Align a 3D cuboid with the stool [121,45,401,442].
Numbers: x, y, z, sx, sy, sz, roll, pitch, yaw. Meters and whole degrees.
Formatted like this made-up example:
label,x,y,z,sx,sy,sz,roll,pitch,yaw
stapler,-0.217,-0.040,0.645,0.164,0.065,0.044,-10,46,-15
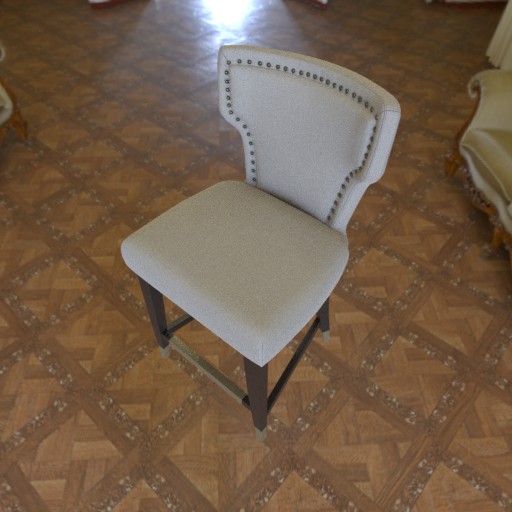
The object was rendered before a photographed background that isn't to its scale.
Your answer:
label,x,y,z,sx,sy,sz,roll,pitch,yaw
stool,0.000,0.000,1.300,0.527,0.982,0.563,32,54,27
